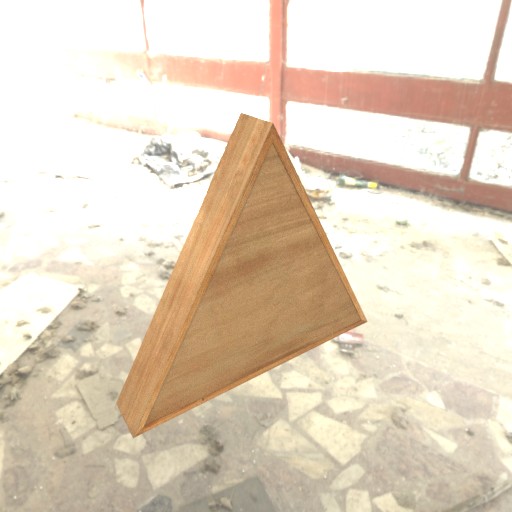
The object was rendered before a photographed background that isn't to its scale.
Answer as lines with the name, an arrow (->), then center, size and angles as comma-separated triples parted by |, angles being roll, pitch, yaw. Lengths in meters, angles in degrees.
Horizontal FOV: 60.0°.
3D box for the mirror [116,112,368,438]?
mirror -> 0.000, 0.000, 0.895 | 0.631, 0.548, 0.100 | -19, 35, -29
